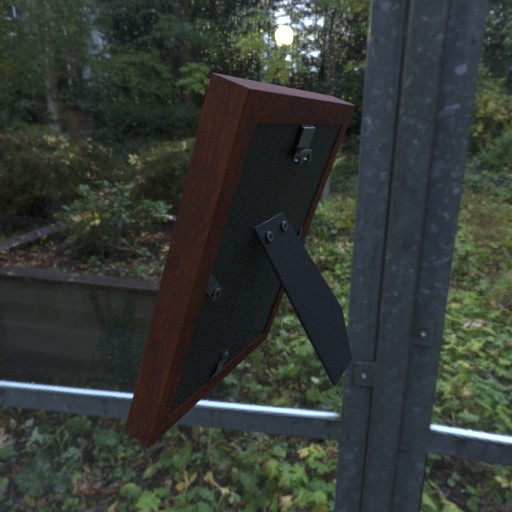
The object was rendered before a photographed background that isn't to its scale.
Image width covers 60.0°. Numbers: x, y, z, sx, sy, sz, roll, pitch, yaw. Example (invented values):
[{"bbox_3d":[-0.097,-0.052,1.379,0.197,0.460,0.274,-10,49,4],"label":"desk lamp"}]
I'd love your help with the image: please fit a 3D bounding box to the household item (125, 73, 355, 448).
[{"bbox_3d":[0.000,0.000,0.289,0.096,0.204,0.160,8,18,26],"label":"household item"}]
